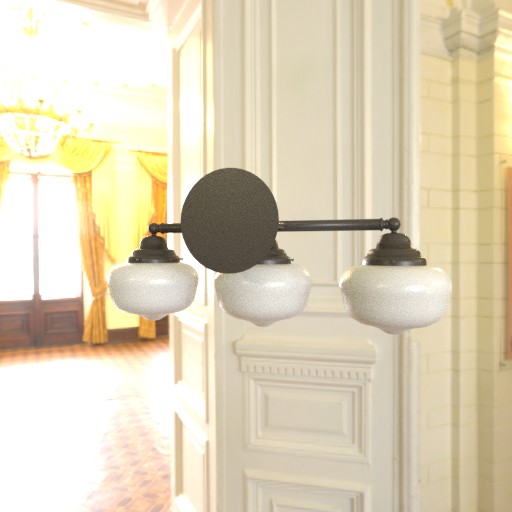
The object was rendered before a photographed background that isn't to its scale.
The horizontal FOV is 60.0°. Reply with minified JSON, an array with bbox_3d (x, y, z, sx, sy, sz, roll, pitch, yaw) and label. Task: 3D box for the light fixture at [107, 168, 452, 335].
[{"bbox_3d":[0.000,0.000,0.714,0.587,0.242,0.239,0,1,19],"label":"light fixture"}]
